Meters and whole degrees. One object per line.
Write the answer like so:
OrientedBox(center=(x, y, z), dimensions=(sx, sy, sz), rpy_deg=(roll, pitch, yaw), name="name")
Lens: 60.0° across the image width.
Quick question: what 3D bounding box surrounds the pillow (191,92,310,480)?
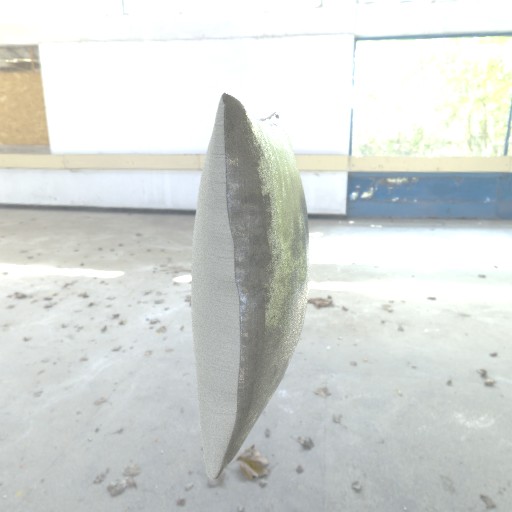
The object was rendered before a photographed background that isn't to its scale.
OrientedBox(center=(0.000, 0.000, 0.713), dimensions=(0.175, 0.464, 0.470), rpy_deg=(3, 17, 10), name="pillow")
